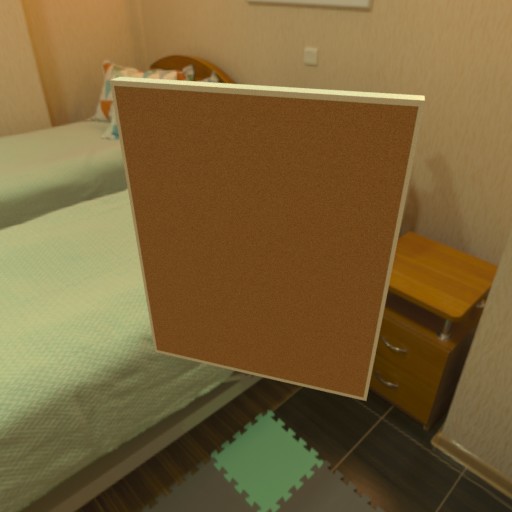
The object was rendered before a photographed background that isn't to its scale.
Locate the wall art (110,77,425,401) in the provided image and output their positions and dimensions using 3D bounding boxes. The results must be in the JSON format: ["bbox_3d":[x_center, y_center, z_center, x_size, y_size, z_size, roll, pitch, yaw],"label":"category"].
[{"bbox_3d":[0.000,0.000,0.756,0.443,0.549,0.030,9,33,14],"label":"wall art"}]
